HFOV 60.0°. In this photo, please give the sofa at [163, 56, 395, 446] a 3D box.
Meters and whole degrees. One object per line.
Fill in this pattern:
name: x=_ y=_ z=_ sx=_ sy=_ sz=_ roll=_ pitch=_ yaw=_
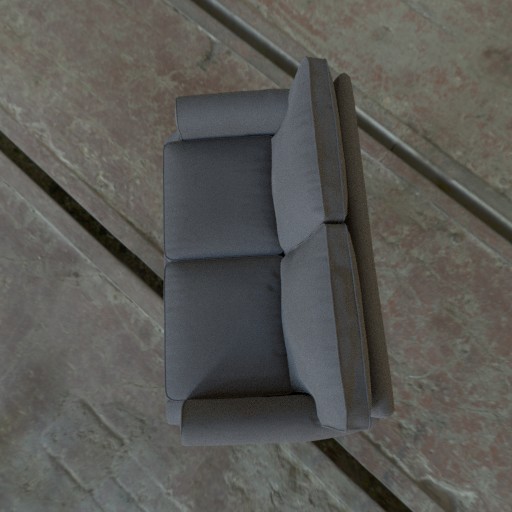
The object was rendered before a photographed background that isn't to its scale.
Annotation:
sofa: x=0.000 y=0.000 z=2.140 sx=0.964 sy=0.937 sz=1.665 roll=-3 pitch=75 yaw=-1
